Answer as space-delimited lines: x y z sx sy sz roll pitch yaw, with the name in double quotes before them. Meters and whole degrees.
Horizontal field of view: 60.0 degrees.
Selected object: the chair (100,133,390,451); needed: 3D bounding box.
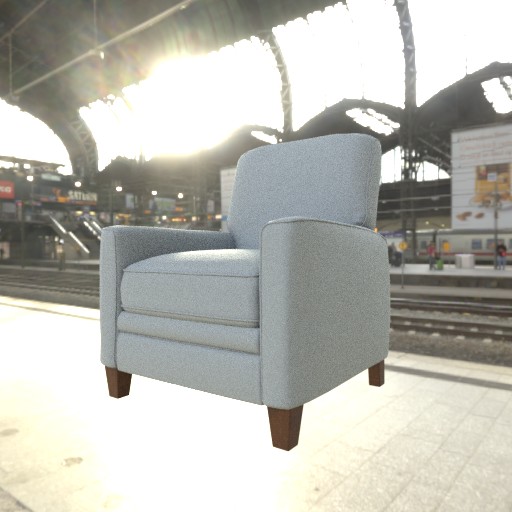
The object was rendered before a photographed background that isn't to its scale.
"chair" 0.000 0.000 1.676 0.853 1.007 0.846 1 1 36
